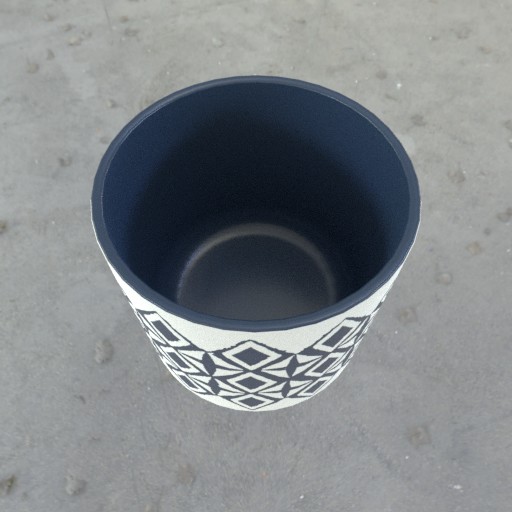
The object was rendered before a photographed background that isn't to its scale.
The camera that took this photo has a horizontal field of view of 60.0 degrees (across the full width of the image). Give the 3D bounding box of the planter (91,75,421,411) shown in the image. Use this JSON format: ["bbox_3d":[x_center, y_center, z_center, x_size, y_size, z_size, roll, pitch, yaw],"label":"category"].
[{"bbox_3d":[0.000,0.000,0.388,0.224,0.203,0.224,0,59,0],"label":"planter"}]
